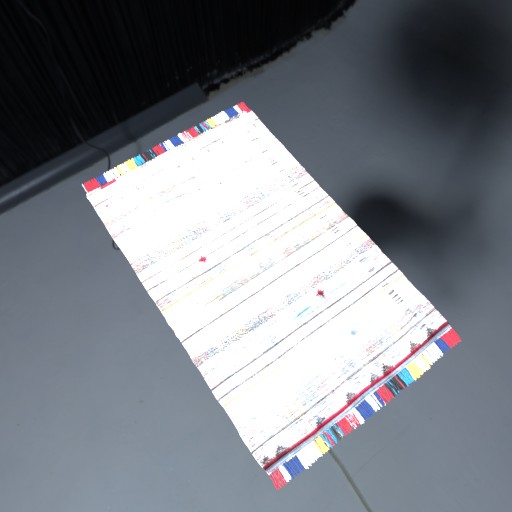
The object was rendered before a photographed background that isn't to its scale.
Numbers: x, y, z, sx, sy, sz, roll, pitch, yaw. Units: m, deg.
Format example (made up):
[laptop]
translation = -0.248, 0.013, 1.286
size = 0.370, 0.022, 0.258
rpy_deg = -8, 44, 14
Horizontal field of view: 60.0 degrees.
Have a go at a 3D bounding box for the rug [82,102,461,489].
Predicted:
[rug]
translation = 0.000, 0.000, 3.011
size = 1.465, 0.012, 2.465
rpy_deg = -32, 68, -15
